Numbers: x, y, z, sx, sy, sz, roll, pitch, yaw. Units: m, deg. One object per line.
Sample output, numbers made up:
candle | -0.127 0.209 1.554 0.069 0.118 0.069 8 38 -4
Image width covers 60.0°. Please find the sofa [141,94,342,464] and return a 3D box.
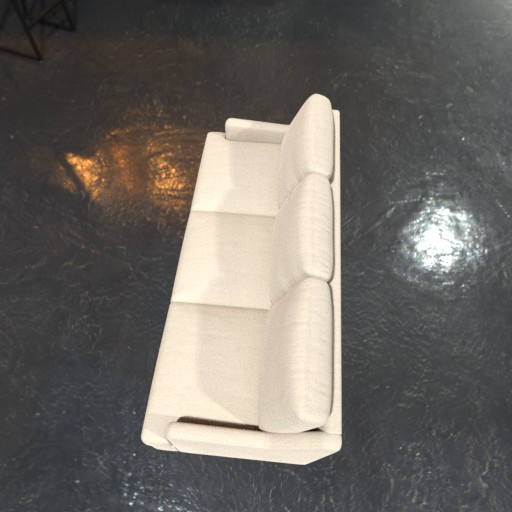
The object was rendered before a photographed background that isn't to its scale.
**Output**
sofa | 0.000 0.000 2.836 1.000 0.913 2.321 5 58 3
